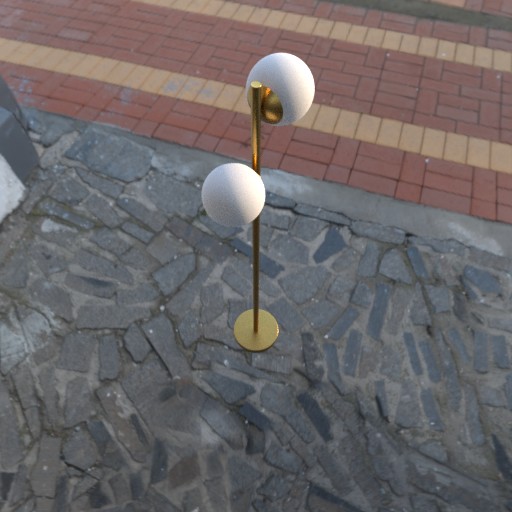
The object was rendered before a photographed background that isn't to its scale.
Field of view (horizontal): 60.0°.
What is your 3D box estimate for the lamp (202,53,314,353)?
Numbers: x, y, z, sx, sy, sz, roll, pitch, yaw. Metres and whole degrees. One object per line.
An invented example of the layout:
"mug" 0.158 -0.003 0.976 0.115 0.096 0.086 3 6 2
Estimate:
"lamp" 0.000 0.000 1.798 0.249 1.641 0.419 31 64 18
